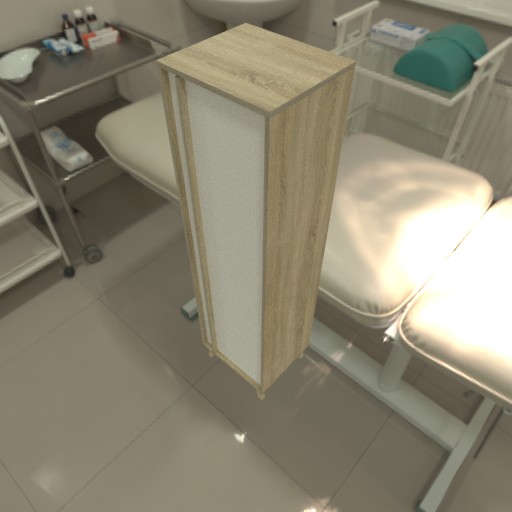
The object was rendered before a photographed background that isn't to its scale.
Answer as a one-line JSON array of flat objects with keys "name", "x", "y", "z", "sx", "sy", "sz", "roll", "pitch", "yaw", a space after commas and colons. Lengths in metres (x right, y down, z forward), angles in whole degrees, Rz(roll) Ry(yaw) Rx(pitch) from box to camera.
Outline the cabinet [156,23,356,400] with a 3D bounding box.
[{"name": "cabinet", "x": 0.000, "y": 0.000, "z": 2.227, "sx": 0.510, "sy": 1.960, "sz": 0.450, "roll": 33, "pitch": 56, "yaw": 27}]
